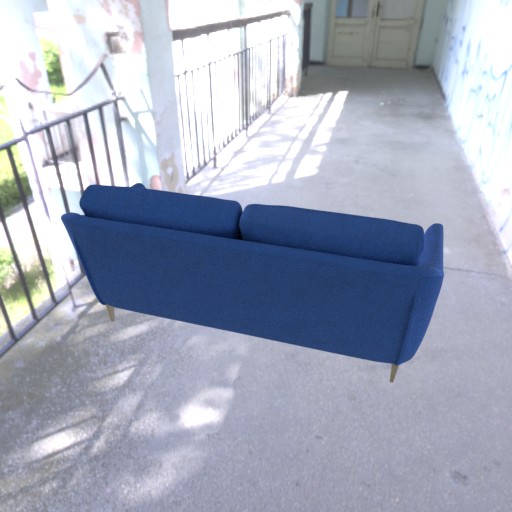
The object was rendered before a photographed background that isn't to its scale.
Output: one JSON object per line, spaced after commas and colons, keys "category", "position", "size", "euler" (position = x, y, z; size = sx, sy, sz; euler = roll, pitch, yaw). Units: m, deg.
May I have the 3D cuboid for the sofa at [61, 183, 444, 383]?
{"category": "sofa", "position": [0.000, 0.000, 2.565], "size": [2.036, 0.903, 0.960], "euler": [9, 33, 14]}
